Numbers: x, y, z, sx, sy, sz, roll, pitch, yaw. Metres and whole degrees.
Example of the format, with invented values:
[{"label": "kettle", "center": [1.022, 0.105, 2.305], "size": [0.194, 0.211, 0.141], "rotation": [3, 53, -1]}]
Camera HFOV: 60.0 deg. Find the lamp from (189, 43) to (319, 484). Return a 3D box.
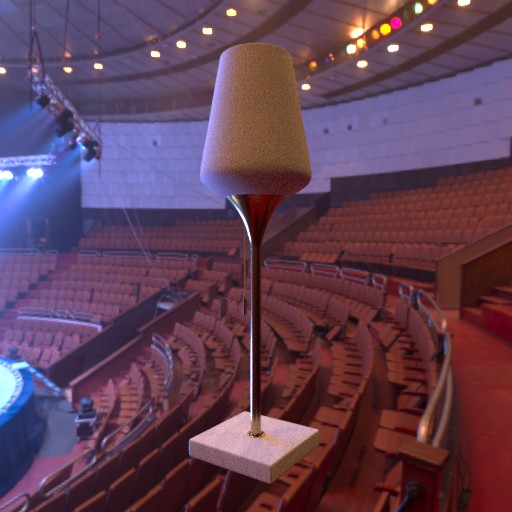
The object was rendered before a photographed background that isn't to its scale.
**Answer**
[{"label": "lamp", "center": [0.000, 0.000, 0.723], "size": [0.181, 0.639, 0.181], "rotation": [0, 1, 34]}]
